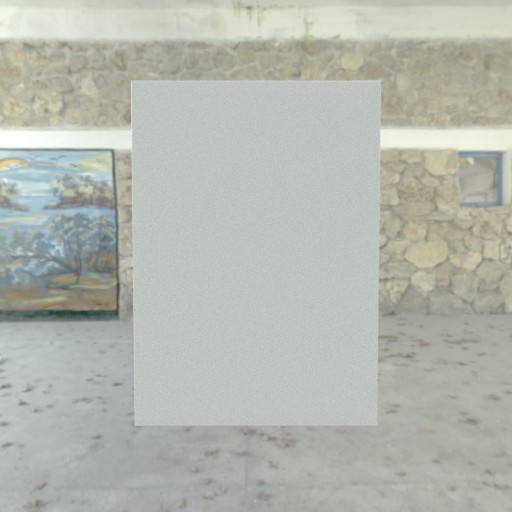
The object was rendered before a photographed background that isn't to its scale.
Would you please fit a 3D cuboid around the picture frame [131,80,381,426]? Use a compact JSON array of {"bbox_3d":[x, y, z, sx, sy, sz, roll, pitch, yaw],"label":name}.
[{"bbox_3d":[0.000,0.000,0.689,0.381,0.534,0.012,0,2,0],"label":"picture frame"}]
